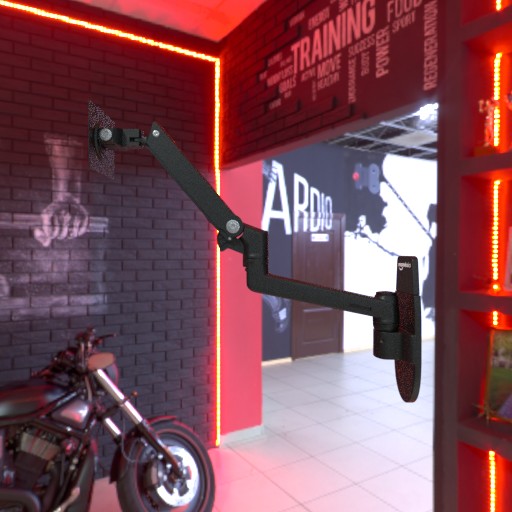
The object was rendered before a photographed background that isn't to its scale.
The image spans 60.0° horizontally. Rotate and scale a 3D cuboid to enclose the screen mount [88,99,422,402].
[{"bbox_3d":[0.000,0.000,0.712,0.495,0.466,0.115,0,1,0],"label":"screen mount"}]
